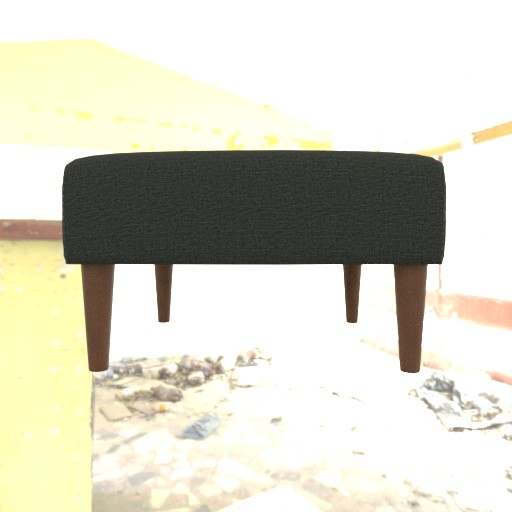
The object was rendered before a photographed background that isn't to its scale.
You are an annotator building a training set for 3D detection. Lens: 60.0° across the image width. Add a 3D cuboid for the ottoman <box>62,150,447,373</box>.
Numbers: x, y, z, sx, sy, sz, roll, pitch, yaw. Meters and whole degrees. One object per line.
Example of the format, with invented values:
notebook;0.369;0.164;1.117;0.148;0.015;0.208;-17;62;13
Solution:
ottoman;0.000;0.000;1.041;0.650;0.398;0.649;0;1;1
